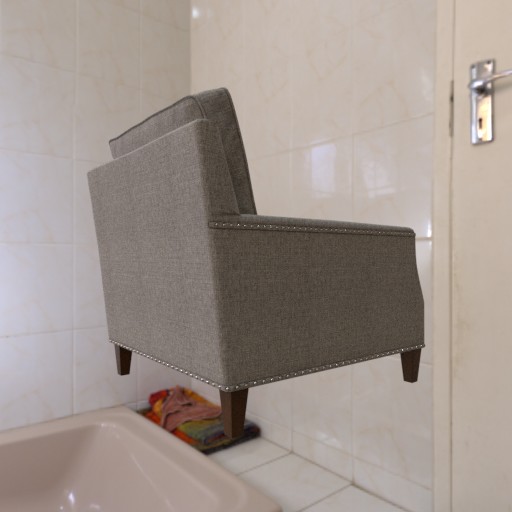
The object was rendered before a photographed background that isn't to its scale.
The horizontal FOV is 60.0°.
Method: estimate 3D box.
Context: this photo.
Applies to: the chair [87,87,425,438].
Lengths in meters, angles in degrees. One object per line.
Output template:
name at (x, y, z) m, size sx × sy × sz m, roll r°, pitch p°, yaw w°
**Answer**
chair at (0.000, 0.000, 1.698) m, size 1.014 × 0.943 × 0.853 m, roll 0°, pitch 0°, yaw -38°
